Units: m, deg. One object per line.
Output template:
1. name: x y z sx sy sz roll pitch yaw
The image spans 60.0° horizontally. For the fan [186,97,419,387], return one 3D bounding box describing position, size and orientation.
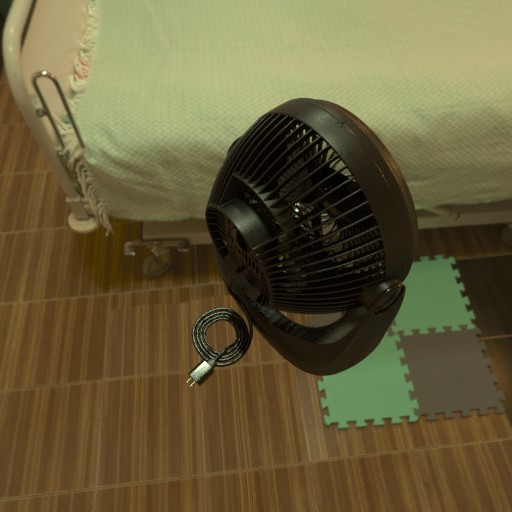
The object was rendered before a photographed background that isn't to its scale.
1. fan: 0.000 0.000 0.485 0.256 0.277 0.273 -31 63 -18
